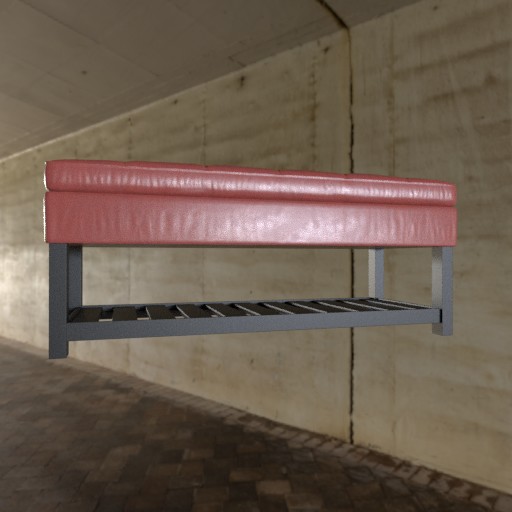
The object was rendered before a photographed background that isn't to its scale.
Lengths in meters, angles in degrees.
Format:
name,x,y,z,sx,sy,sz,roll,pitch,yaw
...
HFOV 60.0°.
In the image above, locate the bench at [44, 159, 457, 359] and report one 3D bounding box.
name,x,y,z,sx,sy,sz,roll,pitch,yaw
bench,0.000,0.000,1.328,1.105,0.460,0.432,0,0,-17
